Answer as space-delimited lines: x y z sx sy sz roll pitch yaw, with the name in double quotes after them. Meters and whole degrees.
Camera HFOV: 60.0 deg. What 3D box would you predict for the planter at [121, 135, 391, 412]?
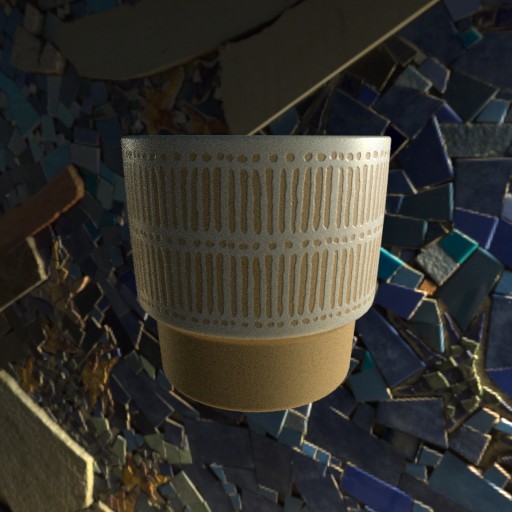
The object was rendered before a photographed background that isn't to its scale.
0.000 0.000 0.580 0.317 0.303 0.317 0 15 0 "planter"
